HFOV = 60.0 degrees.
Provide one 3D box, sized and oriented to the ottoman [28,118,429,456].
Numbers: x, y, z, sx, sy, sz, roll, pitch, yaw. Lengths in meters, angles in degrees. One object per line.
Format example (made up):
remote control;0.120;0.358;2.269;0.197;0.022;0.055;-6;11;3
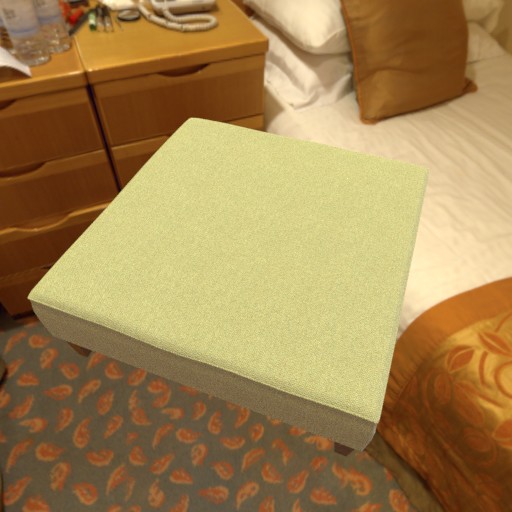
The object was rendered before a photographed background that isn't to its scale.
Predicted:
ottoman;0.000;0.000;1.514;0.968;0.379;1.004;16;50;14
